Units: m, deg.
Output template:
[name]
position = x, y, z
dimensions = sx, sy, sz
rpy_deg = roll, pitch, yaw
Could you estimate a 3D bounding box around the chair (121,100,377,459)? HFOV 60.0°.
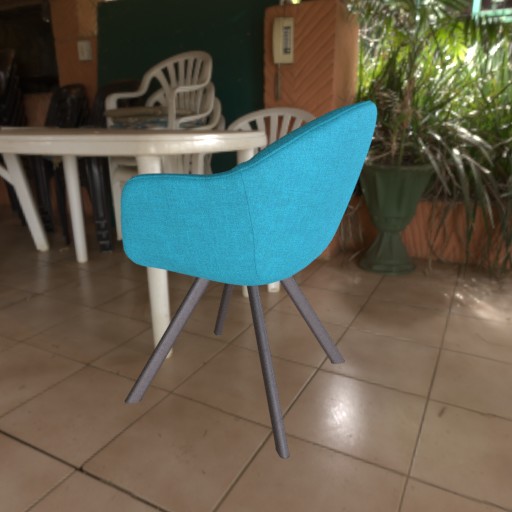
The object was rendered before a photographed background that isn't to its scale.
[chair]
position = 0.000, 0.000, 1.182
dimensions = 0.565, 0.775, 0.545
rpy_deg = 8, 19, 25
